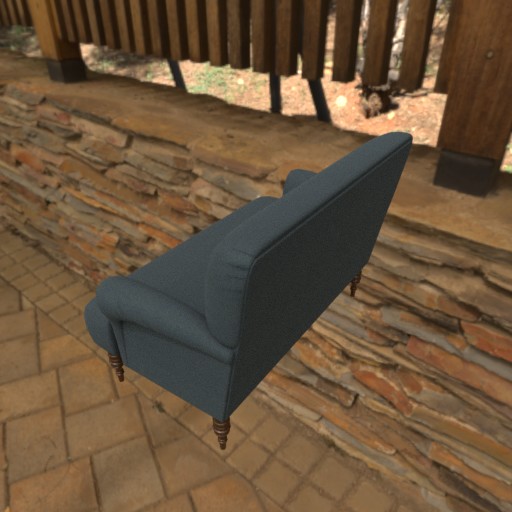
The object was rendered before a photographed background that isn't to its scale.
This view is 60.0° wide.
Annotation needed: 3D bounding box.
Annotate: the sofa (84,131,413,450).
[{"bbox_3d":[0.000,0.000,1.831,0.779,0.889,1.297,21,38,29],"label":"sofa"}]
